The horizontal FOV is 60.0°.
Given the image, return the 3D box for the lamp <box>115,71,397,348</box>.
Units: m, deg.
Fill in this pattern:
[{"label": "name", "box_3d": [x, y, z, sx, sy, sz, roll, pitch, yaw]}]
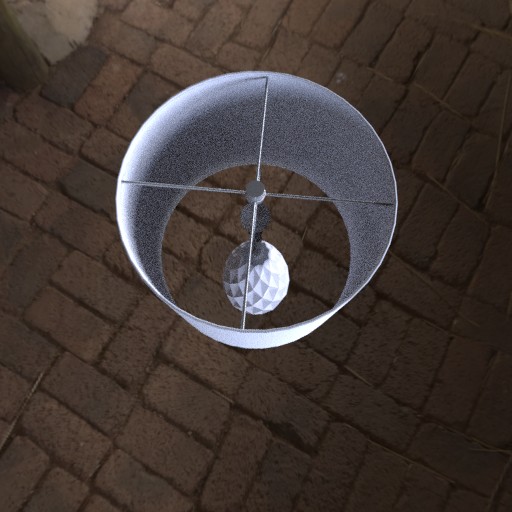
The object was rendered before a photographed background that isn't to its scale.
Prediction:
[{"label": "lamp", "box_3d": [0.000, 0.000, 0.714, 0.297, 0.522, 0.297, 0, 74, 0]}]
